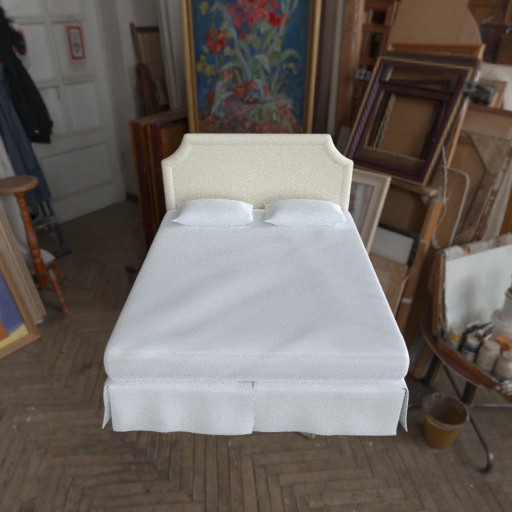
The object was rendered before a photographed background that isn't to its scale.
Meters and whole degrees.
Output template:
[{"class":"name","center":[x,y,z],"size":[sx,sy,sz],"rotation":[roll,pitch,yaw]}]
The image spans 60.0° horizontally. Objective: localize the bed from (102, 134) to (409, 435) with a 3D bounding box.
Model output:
[{"class":"bed","center":[0.000,0.000,4.172],"size":[2.350,1.590,2.773],"rotation":[0,30,1]}]
